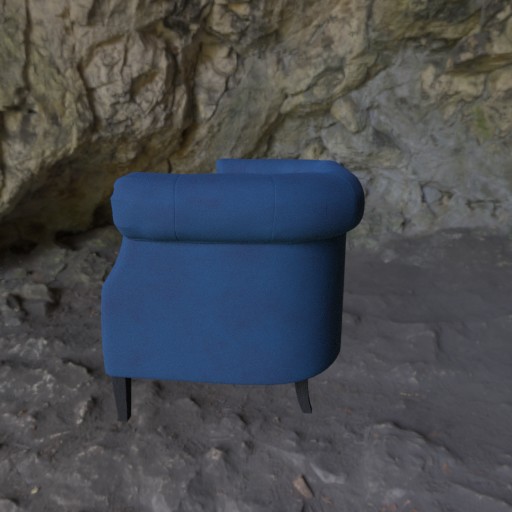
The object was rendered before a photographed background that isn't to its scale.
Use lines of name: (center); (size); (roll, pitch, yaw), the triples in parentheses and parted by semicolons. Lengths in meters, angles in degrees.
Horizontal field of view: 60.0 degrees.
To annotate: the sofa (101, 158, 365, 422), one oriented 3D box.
sofa: (0.000, 0.000, 2.005); (0.835, 0.827, 1.558); (2, 14, 7)
